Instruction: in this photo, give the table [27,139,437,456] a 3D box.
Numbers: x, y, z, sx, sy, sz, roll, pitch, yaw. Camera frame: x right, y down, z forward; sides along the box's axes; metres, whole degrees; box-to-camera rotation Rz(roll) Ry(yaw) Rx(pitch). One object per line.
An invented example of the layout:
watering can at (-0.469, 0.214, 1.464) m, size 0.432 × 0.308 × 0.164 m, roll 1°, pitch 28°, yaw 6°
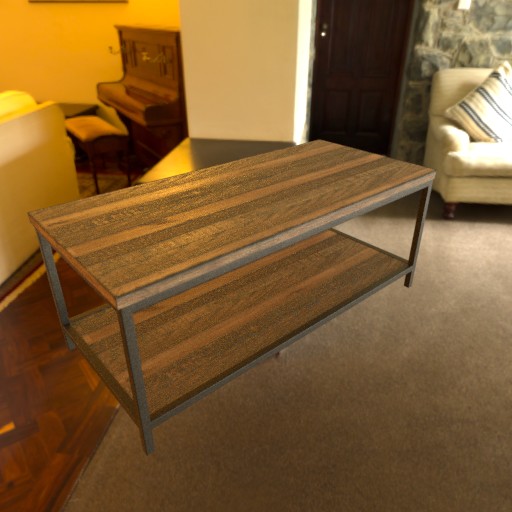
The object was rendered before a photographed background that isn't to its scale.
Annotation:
table at (0.000, 0.000, 1.242) m, size 0.990 × 0.399 × 0.452 m, roll -23°, pitch 36°, yaw -35°
